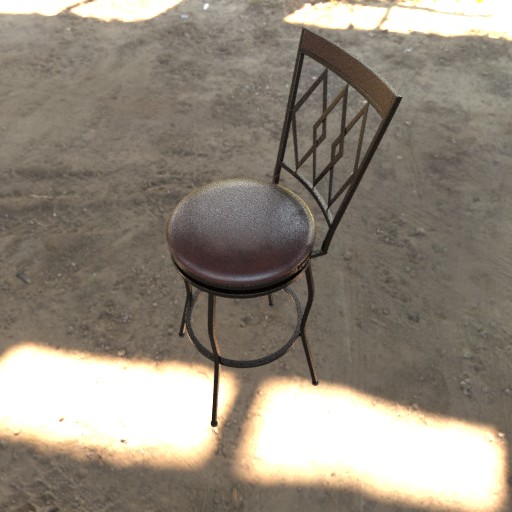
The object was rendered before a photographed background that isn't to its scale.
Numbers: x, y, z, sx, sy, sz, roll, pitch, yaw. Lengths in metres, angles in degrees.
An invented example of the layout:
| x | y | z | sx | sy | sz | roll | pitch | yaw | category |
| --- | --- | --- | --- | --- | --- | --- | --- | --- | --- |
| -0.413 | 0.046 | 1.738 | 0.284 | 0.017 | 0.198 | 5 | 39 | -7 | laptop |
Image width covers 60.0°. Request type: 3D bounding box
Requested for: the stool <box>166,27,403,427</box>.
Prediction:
| x | y | z | sx | sy | sz | roll | pitch | yaw | category |
| --- | --- | --- | --- | --- | --- | --- | --- | --- | --- |
| 0.000 | 0.000 | 1.362 | 0.521 | 1.134 | 0.432 | -17 | 49 | -16 | stool |
